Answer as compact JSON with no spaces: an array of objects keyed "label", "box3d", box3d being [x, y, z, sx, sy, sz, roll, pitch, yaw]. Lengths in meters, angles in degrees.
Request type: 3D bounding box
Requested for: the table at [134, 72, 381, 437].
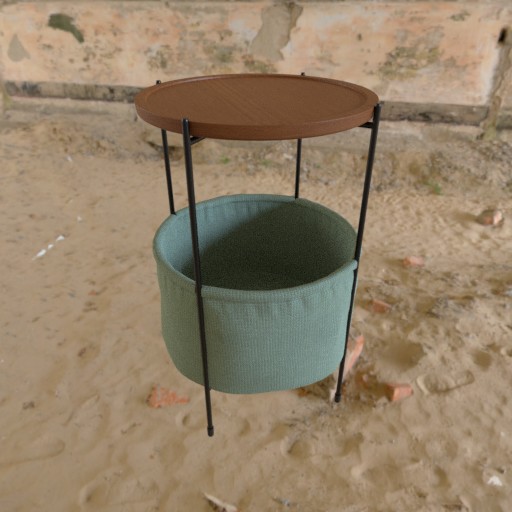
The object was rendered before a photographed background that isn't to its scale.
[{"label":"table","box3d":[0.000,0.000,0.876,0.400,0.623,0.400,-9,33,-15]}]
